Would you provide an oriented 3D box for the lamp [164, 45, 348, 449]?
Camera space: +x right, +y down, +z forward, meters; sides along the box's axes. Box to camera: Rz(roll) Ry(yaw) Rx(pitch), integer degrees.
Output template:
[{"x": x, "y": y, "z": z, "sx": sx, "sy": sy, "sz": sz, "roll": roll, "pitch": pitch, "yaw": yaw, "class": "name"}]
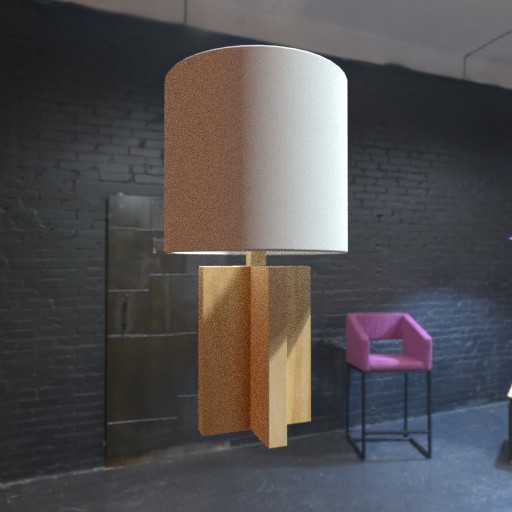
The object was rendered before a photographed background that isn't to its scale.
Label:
[{"x": 0.000, "y": 0.000, "z": 0.563, "sx": 0.229, "sy": 0.428, "sz": 0.229, "roll": 0, "pitch": -1, "yaw": -20, "class": "lamp"}]
